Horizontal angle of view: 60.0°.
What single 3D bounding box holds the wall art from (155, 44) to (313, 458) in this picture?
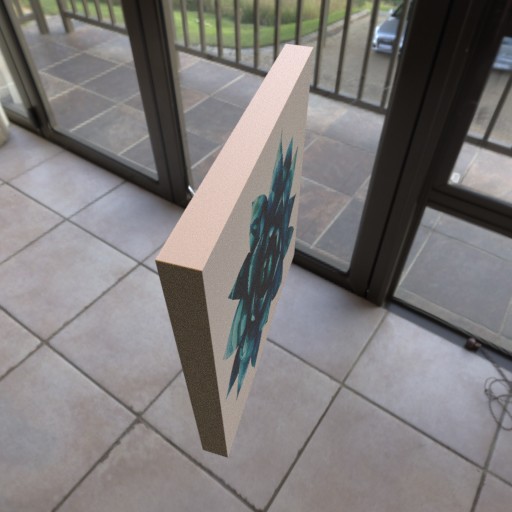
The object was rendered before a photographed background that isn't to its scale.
[{"bbox_3d":[0.000,0.000,0.610,0.038,0.406,0.406,12,49,11],"label":"wall art"}]
